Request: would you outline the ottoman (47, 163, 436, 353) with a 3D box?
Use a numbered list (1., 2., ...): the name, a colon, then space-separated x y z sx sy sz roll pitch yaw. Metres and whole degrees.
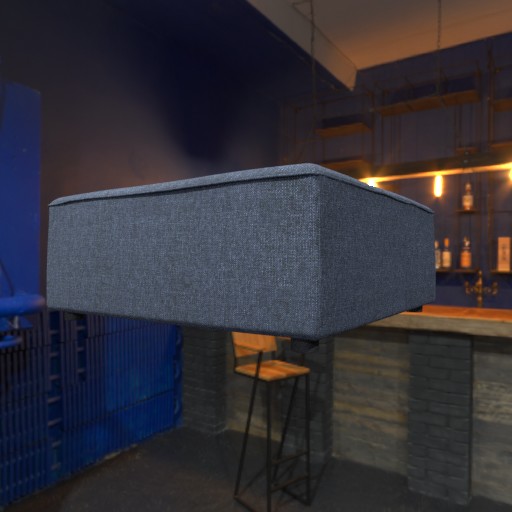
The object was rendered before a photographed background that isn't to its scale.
1. ottoman: 0.000 0.000 1.580 1.023 0.423 1.017 0 0 35
